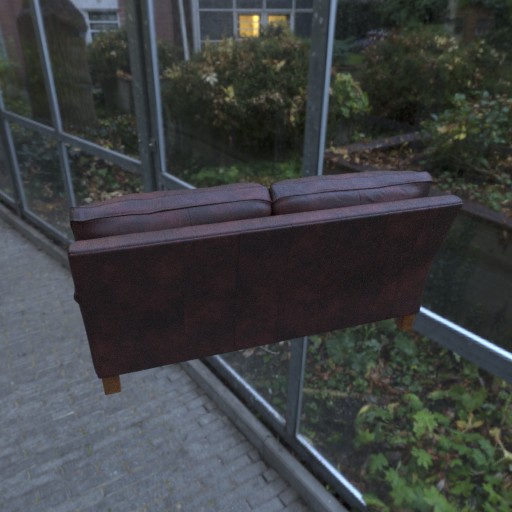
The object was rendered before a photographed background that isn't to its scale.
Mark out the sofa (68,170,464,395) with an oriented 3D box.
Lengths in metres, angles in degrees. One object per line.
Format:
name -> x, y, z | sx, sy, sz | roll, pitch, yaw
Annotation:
sofa -> 0.000, 0.000, 2.815 | 2.144, 1.071, 1.147 | -8, 28, -16
